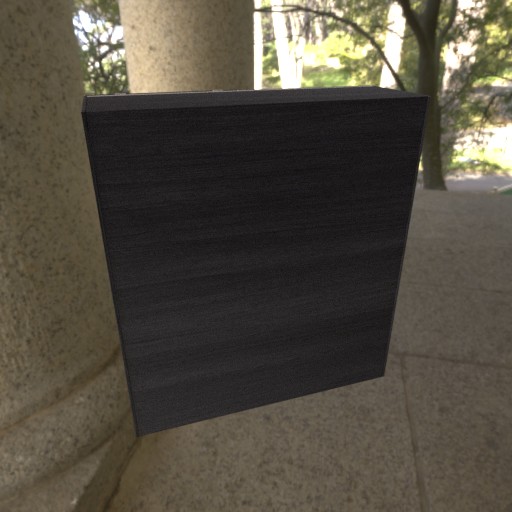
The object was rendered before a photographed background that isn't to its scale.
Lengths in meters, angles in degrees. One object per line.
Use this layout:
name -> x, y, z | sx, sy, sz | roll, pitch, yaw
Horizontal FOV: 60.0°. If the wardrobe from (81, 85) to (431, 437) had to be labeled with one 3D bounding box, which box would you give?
wardrobe -> 0.000, 0.000, 2.844 | 1.780, 1.960, 0.629 | -8, 28, -16
